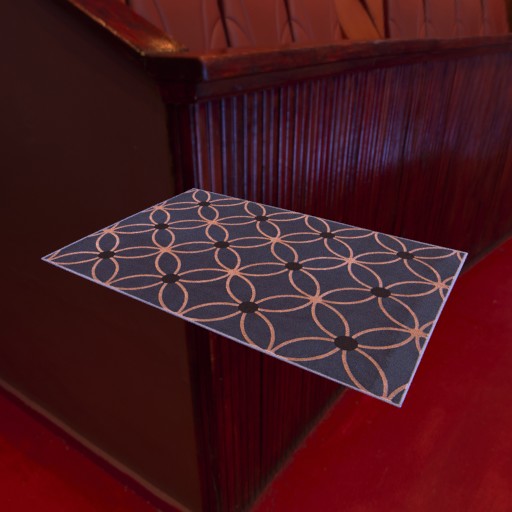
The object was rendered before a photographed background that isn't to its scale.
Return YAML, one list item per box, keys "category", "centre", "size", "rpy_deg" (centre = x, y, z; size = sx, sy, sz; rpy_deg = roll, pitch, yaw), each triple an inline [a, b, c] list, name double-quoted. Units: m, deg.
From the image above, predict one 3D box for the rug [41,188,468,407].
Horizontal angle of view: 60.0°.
- category: "rug"
  centre: [0.000, 0.000, 2.837]
  size: [2.284, 0.008, 1.522]
  rpy_deg: [17, 33, 28]
